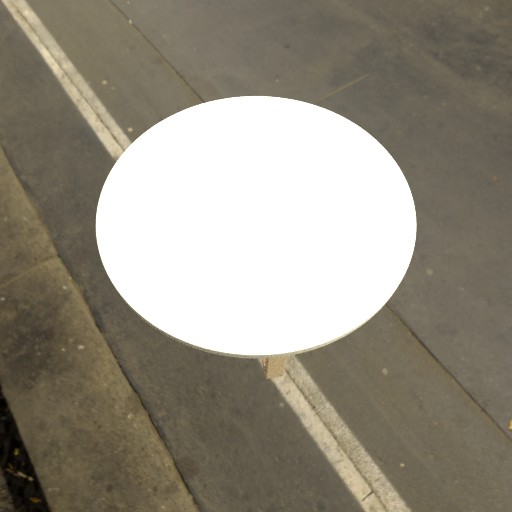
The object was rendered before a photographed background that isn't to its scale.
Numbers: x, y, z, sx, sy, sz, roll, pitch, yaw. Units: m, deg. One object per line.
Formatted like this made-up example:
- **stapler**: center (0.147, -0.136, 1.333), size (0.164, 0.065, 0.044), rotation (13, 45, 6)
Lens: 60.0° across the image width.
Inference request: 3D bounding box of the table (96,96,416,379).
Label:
- **table**: center (0.000, 0.000, 1.014), size (0.600, 0.400, 0.600), rotation (0, 59, 0)
